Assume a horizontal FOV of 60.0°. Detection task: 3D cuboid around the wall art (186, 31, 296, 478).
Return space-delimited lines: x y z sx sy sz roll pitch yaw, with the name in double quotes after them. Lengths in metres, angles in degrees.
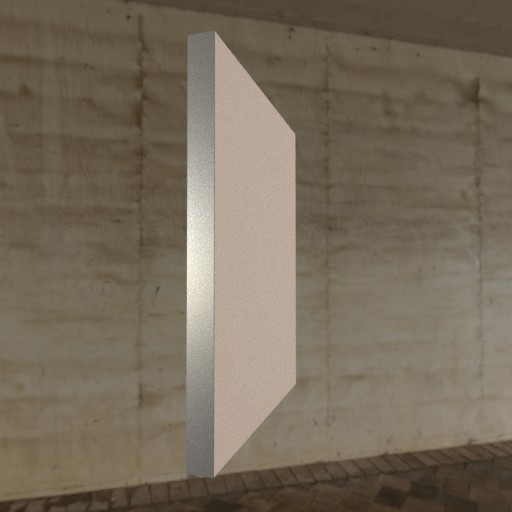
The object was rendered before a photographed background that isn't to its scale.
0.000 0.000 0.765 0.038 0.549 0.452 0 -1 18 "wall art"
